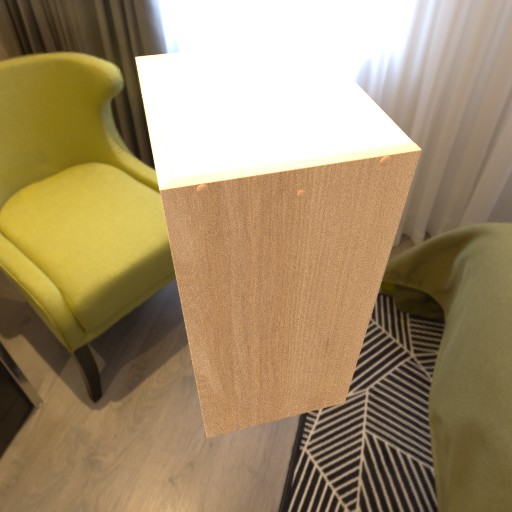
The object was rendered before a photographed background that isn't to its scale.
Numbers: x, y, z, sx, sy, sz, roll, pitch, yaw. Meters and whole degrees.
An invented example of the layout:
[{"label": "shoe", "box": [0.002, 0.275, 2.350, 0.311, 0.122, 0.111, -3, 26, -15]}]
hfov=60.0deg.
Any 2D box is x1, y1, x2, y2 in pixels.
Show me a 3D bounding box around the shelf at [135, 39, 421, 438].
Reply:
[{"label": "shelf", "box": [0.000, 0.000, 0.798, 0.290, 0.600, 0.350, -11, 46, -10]}]
